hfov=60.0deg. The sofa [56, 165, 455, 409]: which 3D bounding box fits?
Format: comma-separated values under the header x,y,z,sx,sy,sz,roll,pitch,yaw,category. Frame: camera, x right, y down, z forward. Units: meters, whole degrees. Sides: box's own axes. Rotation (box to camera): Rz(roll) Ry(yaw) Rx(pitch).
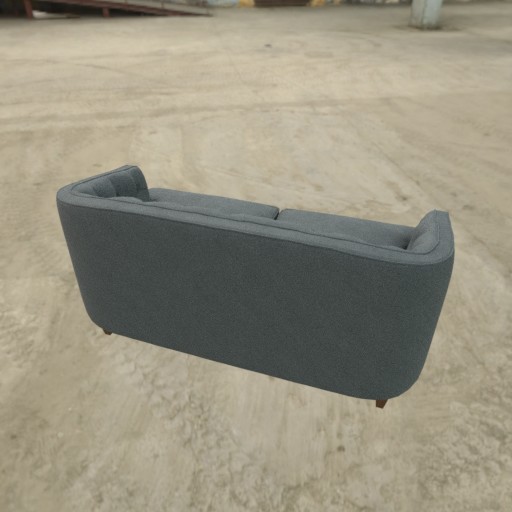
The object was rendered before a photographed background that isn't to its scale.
x,y,z,sx,sy,sz,roll,pitch,yaw,category
0.000,0.000,2.218,1.733,0.855,0.941,11,36,16,sofa
